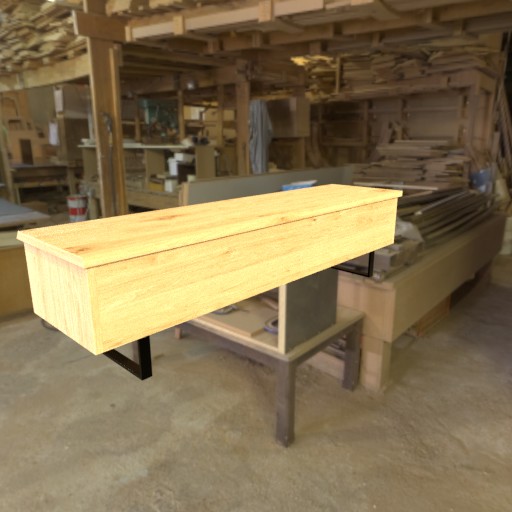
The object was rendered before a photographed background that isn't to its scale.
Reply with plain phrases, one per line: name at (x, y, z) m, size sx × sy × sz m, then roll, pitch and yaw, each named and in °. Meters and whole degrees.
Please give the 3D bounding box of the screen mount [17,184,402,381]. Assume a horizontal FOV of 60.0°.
screen mount at (0.000, 0.000, 1.880) m, size 0.450 × 0.430 × 1.700 m, roll 15°, pitch 21°, yaw 42°
